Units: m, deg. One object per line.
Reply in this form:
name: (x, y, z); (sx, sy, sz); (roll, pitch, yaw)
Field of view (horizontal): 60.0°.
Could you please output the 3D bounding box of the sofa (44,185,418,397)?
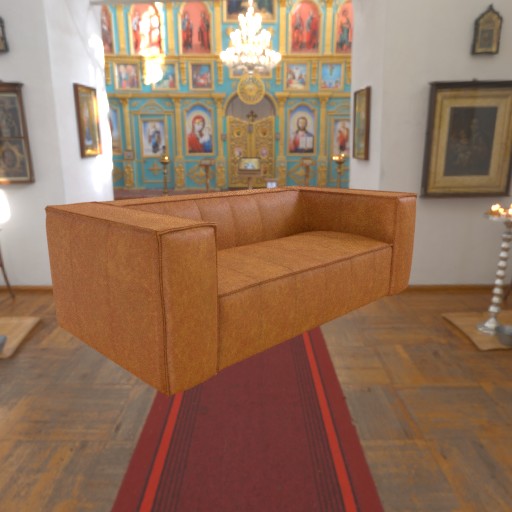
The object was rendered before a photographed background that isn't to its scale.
sofa: (0.000, 0.000, 2.680); (1.102, 0.703, 2.088); (13, 18, 43)
